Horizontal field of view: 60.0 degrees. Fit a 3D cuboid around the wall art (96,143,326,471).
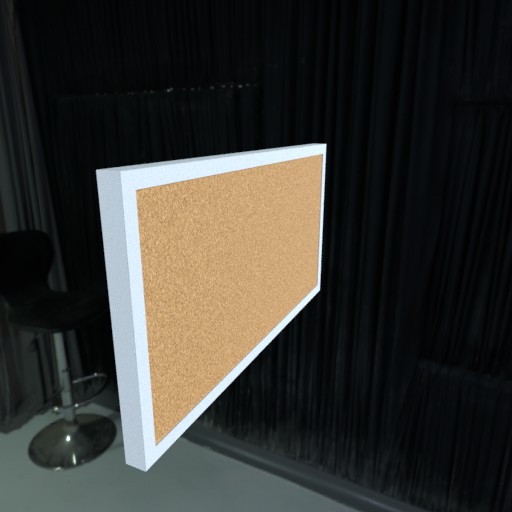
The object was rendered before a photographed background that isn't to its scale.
[{"bbox_3d":[0.000,0.000,0.940,0.038,0.431,0.812,8,18,25],"label":"wall art"}]
